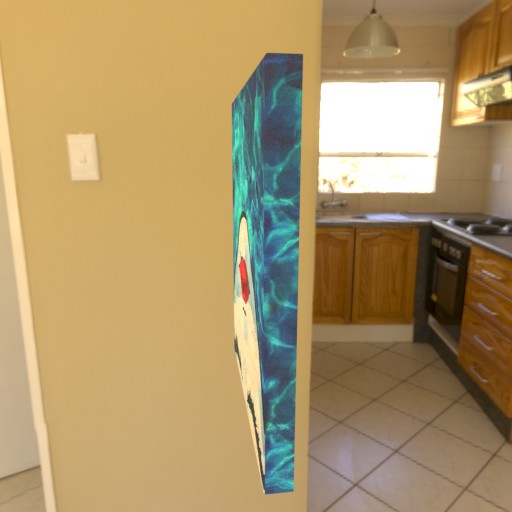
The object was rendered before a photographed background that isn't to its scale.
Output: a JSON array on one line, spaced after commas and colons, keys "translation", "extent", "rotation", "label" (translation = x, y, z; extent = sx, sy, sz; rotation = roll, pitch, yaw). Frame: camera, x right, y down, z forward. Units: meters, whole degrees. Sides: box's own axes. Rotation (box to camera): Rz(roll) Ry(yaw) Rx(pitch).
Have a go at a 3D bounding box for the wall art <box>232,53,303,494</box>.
[{"translation": [0.000, 0.000, 0.703], "extent": [0.038, 0.508, 0.432], "rotation": [-2, 13, -7], "label": "wall art"}]
